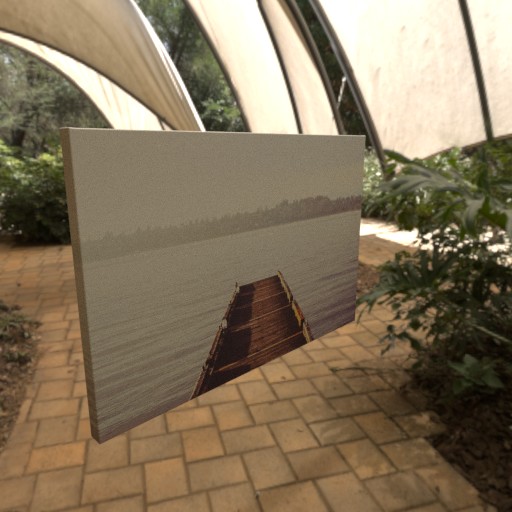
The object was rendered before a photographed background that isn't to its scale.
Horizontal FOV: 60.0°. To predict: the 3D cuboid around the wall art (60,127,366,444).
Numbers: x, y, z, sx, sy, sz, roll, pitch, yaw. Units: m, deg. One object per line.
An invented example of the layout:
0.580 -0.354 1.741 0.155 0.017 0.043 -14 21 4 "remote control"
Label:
0.000 0.000 1.135 0.916 0.609 0.037 -14 19 -43 "wall art"
